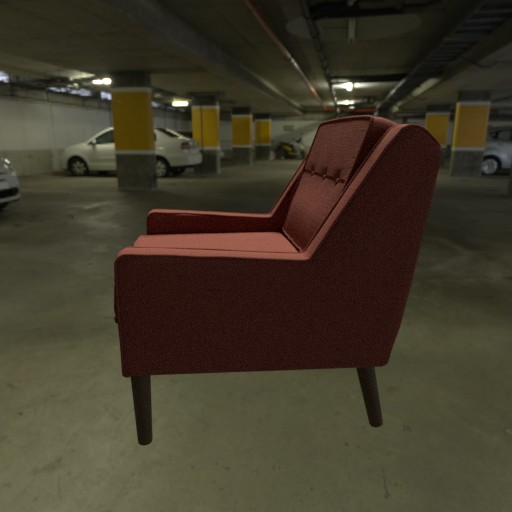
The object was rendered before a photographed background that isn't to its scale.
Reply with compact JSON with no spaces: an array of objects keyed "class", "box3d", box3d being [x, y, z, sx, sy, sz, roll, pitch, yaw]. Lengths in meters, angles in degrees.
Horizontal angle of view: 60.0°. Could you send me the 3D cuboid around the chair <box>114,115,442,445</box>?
[{"class":"chair","box3d":[0.000,0.000,1.354,0.770,0.812,0.680,-2,15,-6]}]
